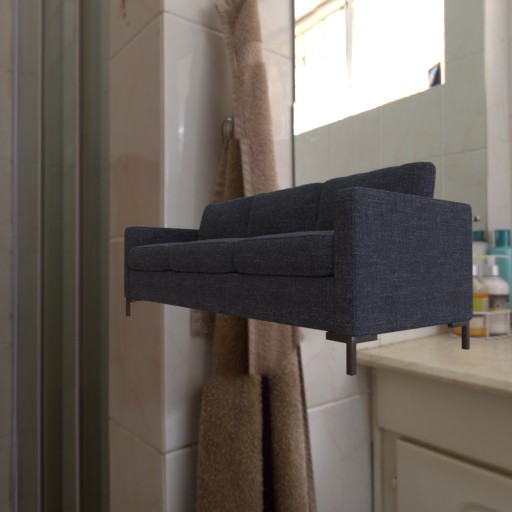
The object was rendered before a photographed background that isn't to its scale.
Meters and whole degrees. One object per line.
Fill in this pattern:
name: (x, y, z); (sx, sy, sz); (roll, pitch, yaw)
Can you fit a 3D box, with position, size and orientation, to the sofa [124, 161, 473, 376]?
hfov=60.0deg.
sofa: (0.000, 0.000, 2.667); (0.859, 0.874, 2.218); (1, -1, -37)
